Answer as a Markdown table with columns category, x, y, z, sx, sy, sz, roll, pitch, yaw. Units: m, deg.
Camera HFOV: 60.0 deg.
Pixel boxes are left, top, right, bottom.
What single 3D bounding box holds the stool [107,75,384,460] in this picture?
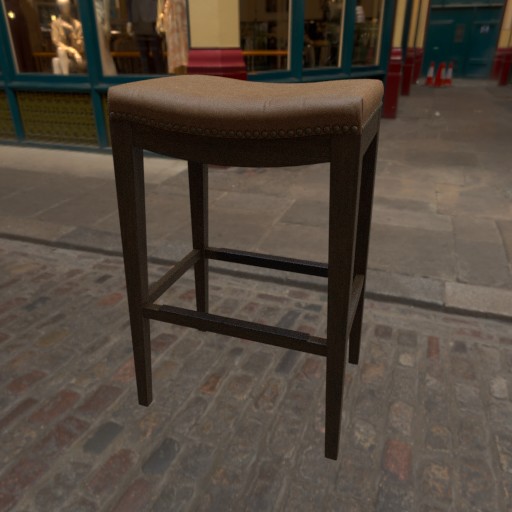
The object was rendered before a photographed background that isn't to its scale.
| category | x | y | z | sx | sy | sz | roll | pitch | yaw |
| --- | --- | --- | --- | --- | --- | --- | --- | --- | --- |
| stool | 0.000 | 0.000 | 1.030 | 0.500 | 0.759 | 0.361 | 9 | 27 | 17 |
